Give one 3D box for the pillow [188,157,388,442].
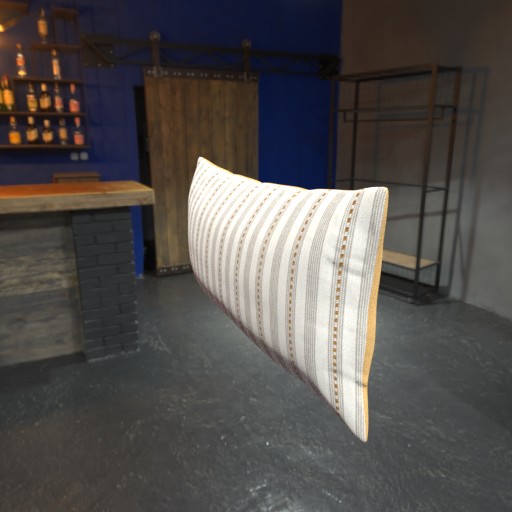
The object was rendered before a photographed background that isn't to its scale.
[{"bbox_3d":[0.000,0.000,0.735,0.151,0.291,0.608,-7,17,-24],"label":"pillow"}]
